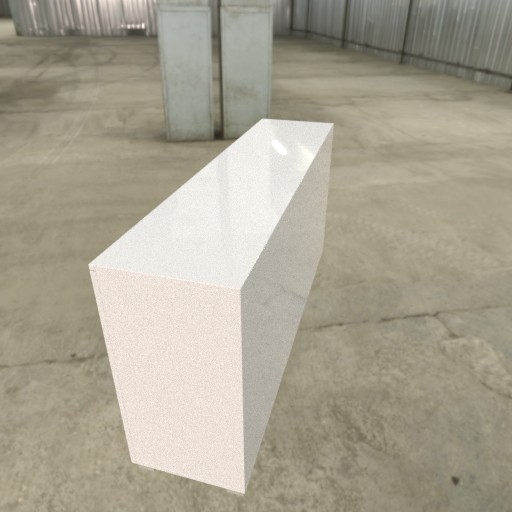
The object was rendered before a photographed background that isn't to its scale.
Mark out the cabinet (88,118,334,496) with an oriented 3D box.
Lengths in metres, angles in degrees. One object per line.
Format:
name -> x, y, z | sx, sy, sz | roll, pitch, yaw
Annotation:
cabinet -> 0.000, 0.000, 1.947 | 0.400, 0.800, 1.650 | 8, 31, 14
